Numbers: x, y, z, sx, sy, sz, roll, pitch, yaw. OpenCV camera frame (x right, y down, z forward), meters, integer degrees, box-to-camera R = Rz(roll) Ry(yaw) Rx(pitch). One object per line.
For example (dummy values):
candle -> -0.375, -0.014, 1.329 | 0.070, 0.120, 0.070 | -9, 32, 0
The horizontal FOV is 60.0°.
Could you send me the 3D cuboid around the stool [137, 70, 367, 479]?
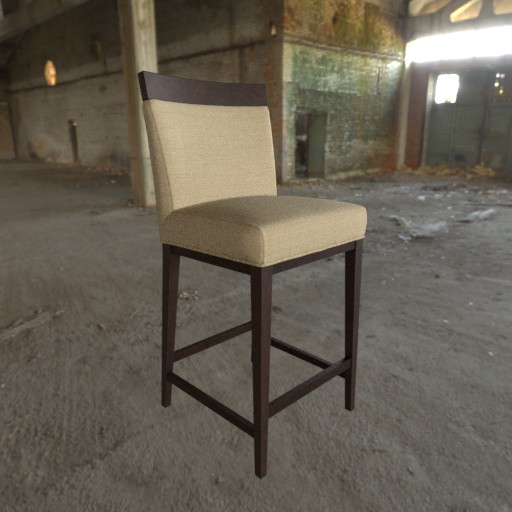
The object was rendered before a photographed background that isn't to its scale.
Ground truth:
stool -> 0.000, 0.000, 1.445 | 0.511, 1.117, 0.531 | -15, 21, -43
